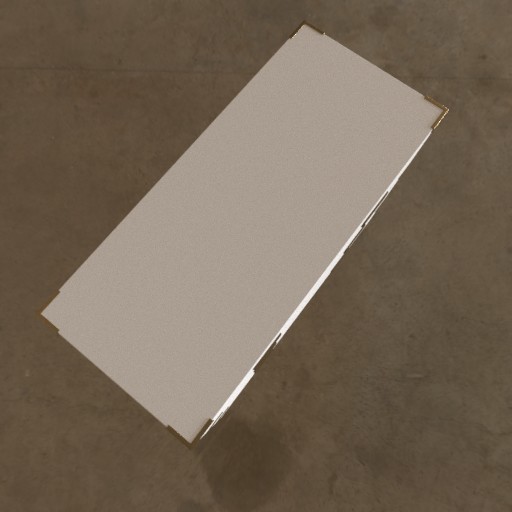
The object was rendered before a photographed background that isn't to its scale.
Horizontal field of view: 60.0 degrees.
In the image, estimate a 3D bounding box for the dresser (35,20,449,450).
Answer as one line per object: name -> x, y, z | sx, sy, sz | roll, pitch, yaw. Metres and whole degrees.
dresser -> 0.000, 0.000, 1.491 | 0.460, 0.891, 1.022 | 37, 77, 10
